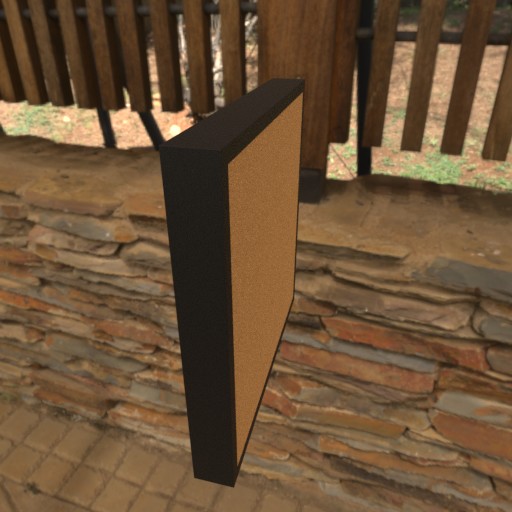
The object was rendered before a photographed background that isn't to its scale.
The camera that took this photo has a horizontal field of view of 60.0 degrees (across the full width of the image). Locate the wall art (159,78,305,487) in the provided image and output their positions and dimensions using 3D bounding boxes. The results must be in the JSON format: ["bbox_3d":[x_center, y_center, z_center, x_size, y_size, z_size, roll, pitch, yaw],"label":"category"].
[{"bbox_3d":[0.000,0.000,0.455,0.038,0.304,0.305,7,30,13],"label":"wall art"}]
